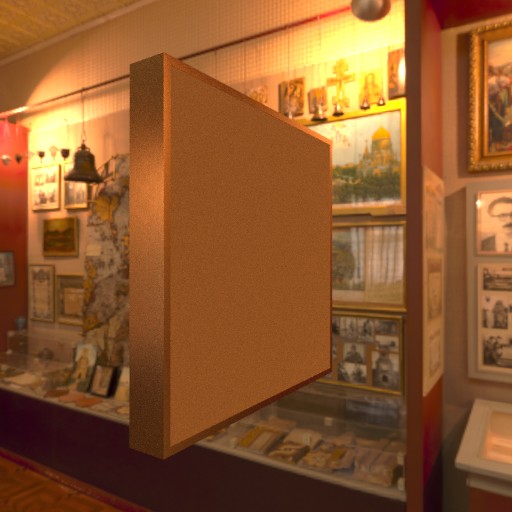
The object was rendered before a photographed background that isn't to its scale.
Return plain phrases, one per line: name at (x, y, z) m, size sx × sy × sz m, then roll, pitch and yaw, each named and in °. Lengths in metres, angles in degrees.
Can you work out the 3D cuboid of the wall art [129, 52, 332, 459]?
wall art at (0.000, 0.000, 0.468) m, size 0.038 × 0.304 × 0.304 m, roll 0°, pitch 0°, yaw 34°
